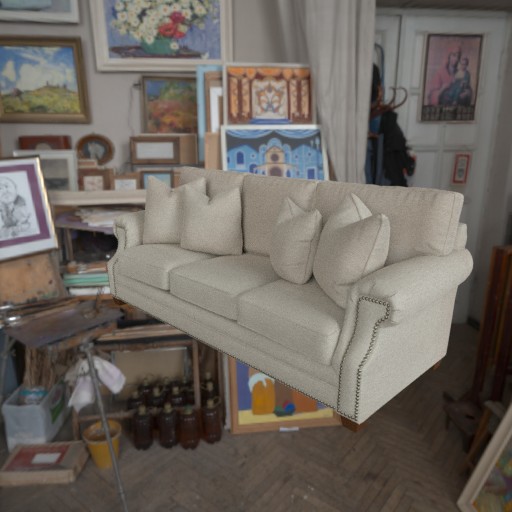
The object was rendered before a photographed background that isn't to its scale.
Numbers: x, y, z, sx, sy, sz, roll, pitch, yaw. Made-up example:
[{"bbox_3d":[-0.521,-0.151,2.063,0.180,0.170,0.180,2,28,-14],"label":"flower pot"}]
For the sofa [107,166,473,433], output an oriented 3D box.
[{"bbox_3d":[0.000,0.000,2.762,0.965,0.975,2.312,-15,21,-43],"label":"sofa"}]
